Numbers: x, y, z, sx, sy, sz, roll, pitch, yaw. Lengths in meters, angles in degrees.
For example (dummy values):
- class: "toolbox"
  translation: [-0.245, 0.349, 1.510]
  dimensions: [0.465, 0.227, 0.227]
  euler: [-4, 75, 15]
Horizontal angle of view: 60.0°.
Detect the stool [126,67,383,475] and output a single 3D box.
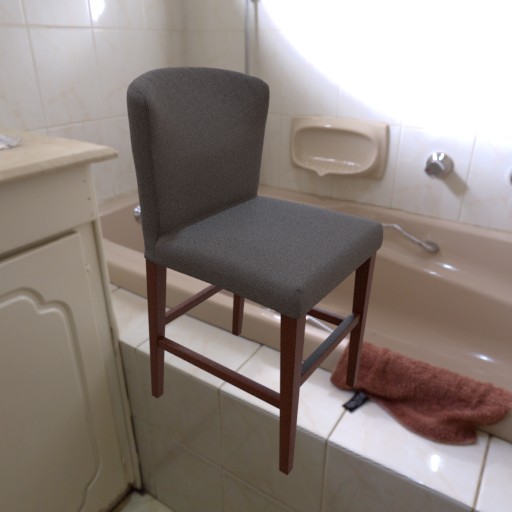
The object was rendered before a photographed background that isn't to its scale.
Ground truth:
- class: "stool"
  translation: [0.000, 0.000, 1.248]
  dimensions: [0.568, 0.968, 0.481]
  euler: [17, 30, 32]
